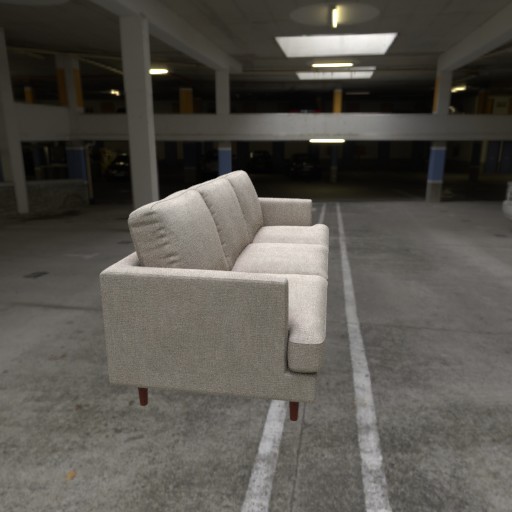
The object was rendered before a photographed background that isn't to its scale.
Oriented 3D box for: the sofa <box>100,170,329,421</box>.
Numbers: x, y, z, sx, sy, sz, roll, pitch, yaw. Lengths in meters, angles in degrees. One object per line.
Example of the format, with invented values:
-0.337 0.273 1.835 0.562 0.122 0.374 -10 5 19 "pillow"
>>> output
0.000 0.000 2.791 0.903 0.930 2.246 2 15 9 "sofa"
